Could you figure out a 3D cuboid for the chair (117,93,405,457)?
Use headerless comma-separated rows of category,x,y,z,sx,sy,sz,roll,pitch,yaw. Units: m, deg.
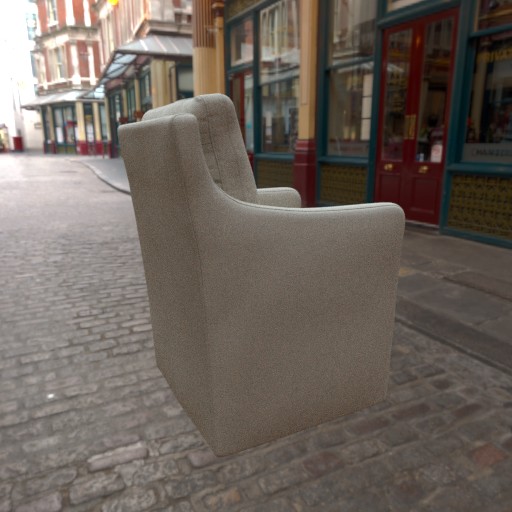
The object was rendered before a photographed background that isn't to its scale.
chair,0.000,0.000,1.405,0.694,0.914,0.626,-7,16,-27
